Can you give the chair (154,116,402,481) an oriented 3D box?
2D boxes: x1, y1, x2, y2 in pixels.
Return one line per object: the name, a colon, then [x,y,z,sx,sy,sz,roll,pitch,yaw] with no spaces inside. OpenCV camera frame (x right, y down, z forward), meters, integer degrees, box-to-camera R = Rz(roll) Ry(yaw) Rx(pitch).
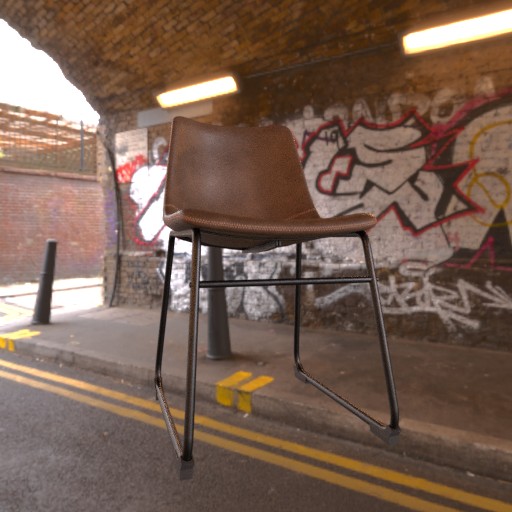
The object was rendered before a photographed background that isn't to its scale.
chair: [0.000,0.000,1.096,0.460,0.780,0.551,-1,2,-18]
